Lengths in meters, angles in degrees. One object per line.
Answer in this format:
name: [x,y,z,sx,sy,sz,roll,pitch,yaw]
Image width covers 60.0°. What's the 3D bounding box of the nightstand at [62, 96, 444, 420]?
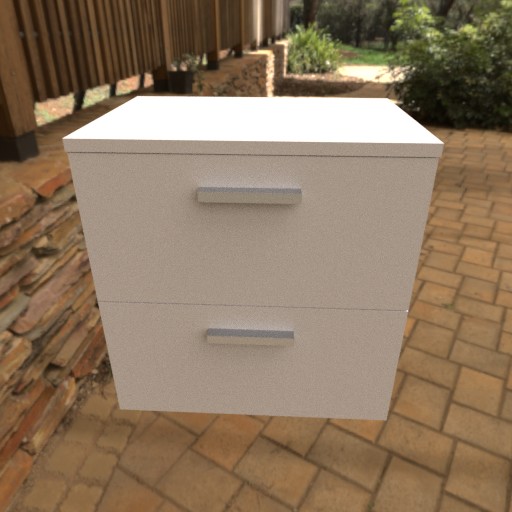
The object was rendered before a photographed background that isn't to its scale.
nightstand: [0.000,0.000,0.749,0.441,0.460,0.325,1,29,3]
